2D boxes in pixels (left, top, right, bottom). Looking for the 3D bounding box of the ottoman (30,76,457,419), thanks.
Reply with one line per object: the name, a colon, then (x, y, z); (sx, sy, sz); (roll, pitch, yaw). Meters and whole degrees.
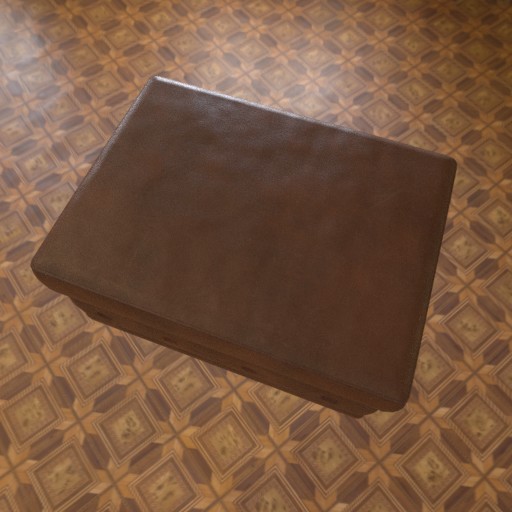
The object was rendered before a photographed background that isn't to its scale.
ottoman: (0.000, 0.000, 1.156); (0.795, 0.509, 0.588); (18, 66, 9)
